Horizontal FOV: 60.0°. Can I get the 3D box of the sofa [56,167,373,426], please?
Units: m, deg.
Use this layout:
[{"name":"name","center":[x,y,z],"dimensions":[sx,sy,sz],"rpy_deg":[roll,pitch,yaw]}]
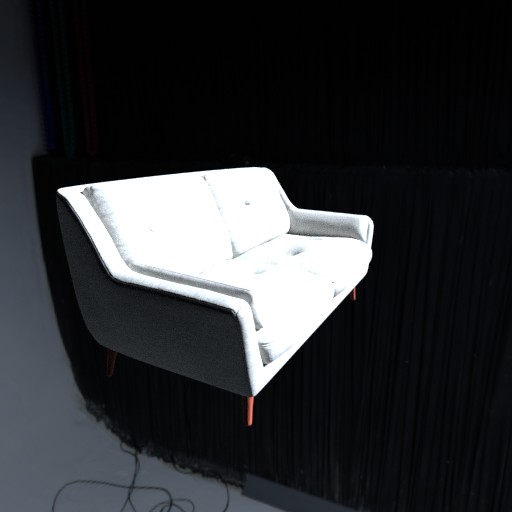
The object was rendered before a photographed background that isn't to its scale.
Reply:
[{"name":"sofa","center":[0.000,0.000,2.442],"dimensions":[0.976,0.897,1.930],"rpy_deg":[7,16,26]}]
